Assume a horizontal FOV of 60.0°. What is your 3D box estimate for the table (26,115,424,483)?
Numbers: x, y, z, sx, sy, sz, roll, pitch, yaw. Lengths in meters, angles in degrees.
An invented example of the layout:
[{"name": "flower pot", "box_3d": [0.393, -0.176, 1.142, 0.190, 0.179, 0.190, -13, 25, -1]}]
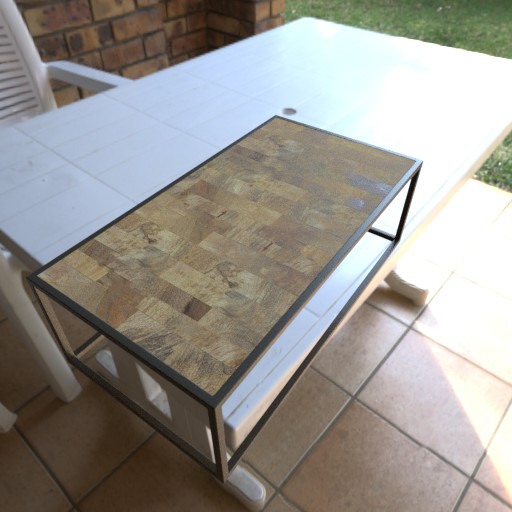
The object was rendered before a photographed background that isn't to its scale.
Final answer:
[{"name": "table", "box_3d": [0.000, 0.000, 1.531, 0.649, 0.398, 1.199, 26, 48, 25]}]
